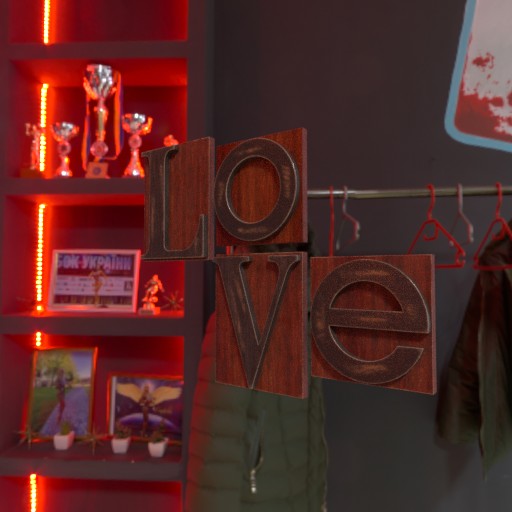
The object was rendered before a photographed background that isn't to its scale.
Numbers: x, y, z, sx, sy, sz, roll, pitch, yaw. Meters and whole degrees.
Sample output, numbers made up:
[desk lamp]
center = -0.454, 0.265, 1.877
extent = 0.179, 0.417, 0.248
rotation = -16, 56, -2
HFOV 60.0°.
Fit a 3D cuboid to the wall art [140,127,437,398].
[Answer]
[wall art]
center = 0.000, 0.000, 0.834
extent = 0.635, 0.497, 0.030
rotation = -2, -3, 36
